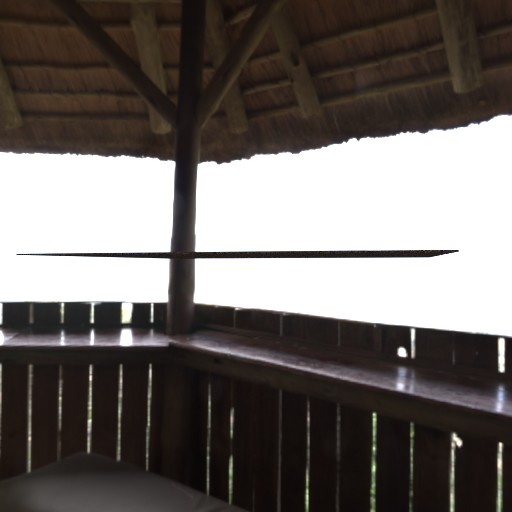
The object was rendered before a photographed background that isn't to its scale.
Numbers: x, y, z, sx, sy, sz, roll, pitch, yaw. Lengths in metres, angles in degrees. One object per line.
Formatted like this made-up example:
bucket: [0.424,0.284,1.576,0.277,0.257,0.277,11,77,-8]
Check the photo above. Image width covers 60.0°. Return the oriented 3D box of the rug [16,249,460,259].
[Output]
rug: [0.000,0.000,4.149,3.204,0.017,2.448,0,-1,18]
